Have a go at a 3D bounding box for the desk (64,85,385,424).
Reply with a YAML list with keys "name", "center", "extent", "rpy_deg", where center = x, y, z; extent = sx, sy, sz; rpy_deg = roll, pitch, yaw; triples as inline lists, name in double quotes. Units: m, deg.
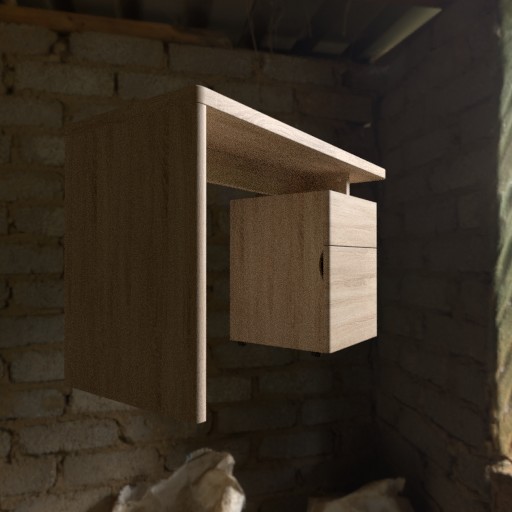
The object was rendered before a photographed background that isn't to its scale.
- name: "desk"
  center: [0.000, 0.000, 1.628]
  extent: [0.550, 0.760, 1.200]
  rpy_deg: [0, -1, 36]
